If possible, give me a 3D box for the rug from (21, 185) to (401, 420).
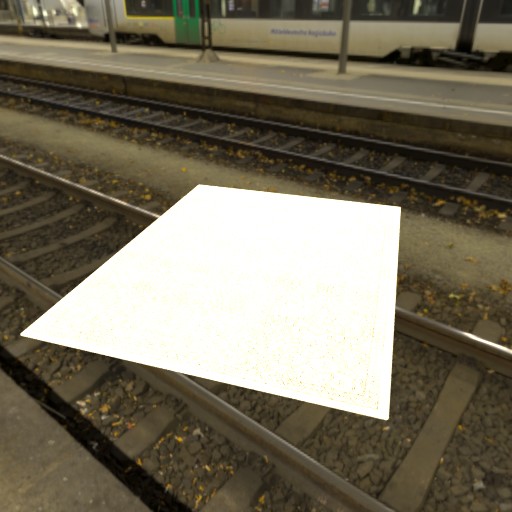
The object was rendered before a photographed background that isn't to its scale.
[{"bbox_3d":[0.000,0.000,3.987,2.441,0.015,3.050,9,31,15],"label":"rug"}]
